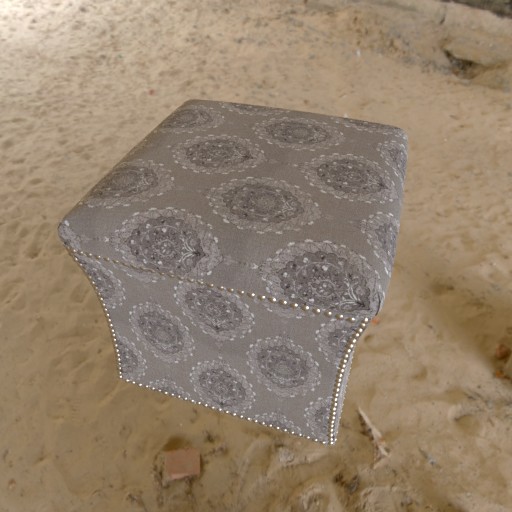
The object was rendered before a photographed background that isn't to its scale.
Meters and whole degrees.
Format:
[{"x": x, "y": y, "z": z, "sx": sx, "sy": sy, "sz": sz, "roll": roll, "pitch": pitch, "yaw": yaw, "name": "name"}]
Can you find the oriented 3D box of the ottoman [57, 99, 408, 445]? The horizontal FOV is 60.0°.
[{"x": 0.000, "y": 0.000, "z": 0.910, "sx": 0.507, "sy": 0.473, "sz": 0.497, "roll": 13, "pitch": 44, "yaw": 13, "name": "ottoman"}]
